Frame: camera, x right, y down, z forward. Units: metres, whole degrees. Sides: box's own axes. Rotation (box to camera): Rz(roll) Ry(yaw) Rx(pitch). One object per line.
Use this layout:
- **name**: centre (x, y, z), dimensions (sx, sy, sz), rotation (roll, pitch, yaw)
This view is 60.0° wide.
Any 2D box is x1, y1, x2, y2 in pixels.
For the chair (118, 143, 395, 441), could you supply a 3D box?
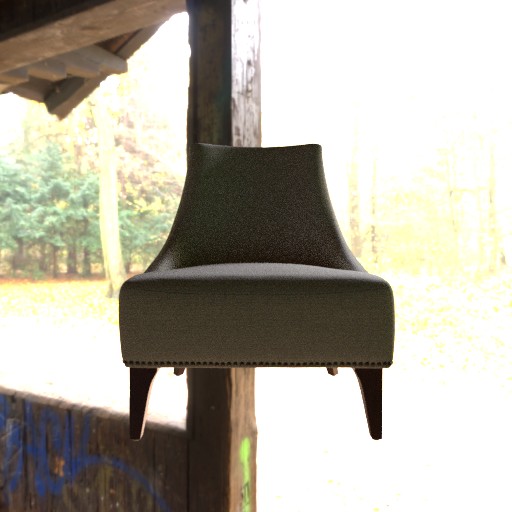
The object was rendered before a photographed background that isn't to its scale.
- **chair**: centre (0.000, 0.000, 1.488), dimensions (0.701, 0.909, 0.861), rotation (0, 1, 0)
